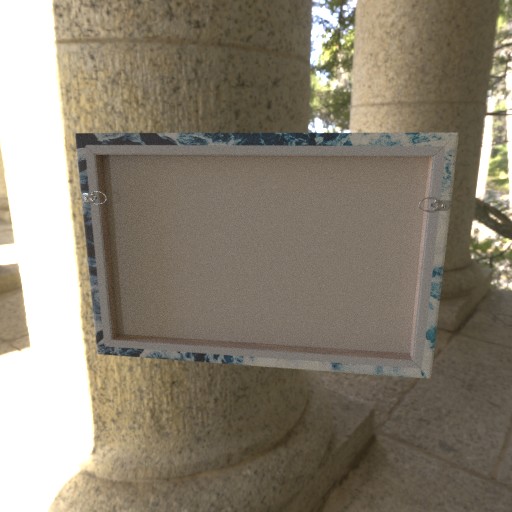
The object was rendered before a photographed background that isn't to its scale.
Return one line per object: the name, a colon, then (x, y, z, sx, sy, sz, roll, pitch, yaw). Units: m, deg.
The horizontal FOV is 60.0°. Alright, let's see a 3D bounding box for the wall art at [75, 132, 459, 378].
wall art: (0.000, 0.000, 1.140, 0.915, 0.610, 0.042, 2, 15, 8)
